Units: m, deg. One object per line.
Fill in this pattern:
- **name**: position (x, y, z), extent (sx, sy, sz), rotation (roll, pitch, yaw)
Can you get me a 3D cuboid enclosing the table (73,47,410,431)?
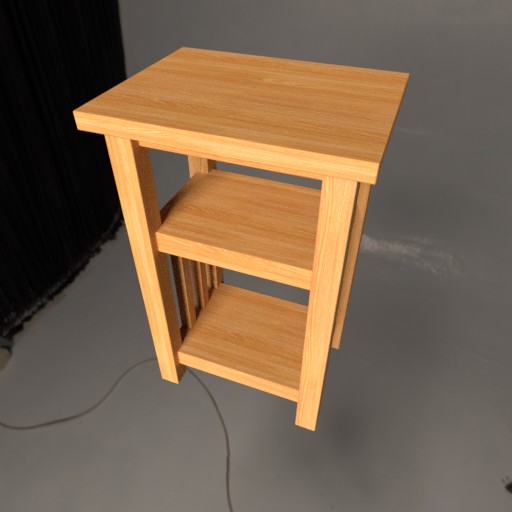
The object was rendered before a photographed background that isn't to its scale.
- **table**: position (0.000, 0.000, 0.738), extent (0.350, 0.550, 0.270), rotation (14, 43, 16)
